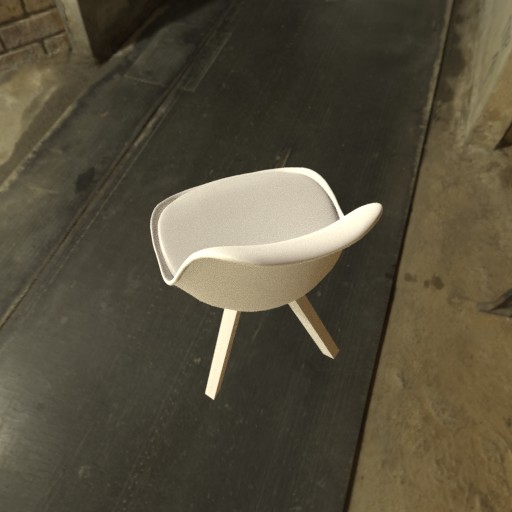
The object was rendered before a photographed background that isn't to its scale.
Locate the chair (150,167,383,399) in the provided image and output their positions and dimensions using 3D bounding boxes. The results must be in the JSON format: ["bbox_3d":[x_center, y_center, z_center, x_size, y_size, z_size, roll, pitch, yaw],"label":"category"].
[{"bbox_3d":[0.000,0.000,1.150,0.485,0.850,0.550,-16,59,-10],"label":"chair"}]
